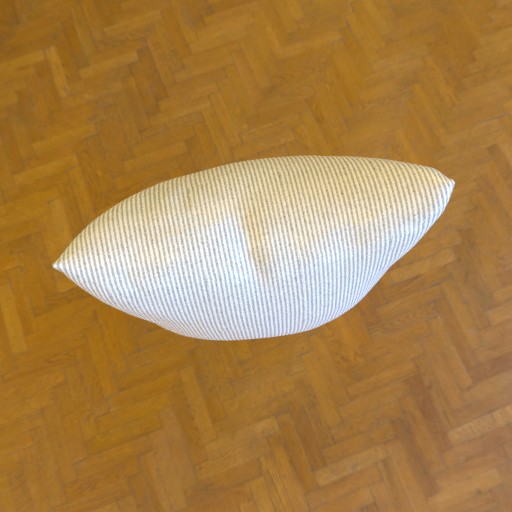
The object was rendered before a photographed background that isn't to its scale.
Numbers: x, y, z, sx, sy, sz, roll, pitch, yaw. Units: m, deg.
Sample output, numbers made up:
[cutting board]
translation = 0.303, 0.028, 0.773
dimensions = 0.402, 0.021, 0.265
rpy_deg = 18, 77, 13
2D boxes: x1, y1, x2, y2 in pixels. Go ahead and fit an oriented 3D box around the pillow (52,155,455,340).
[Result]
[pillow]
translation = 0.000, 0.000, 0.682
dimensions = 0.387, 0.432, 0.310
rpy_deg = 22, 77, 5
